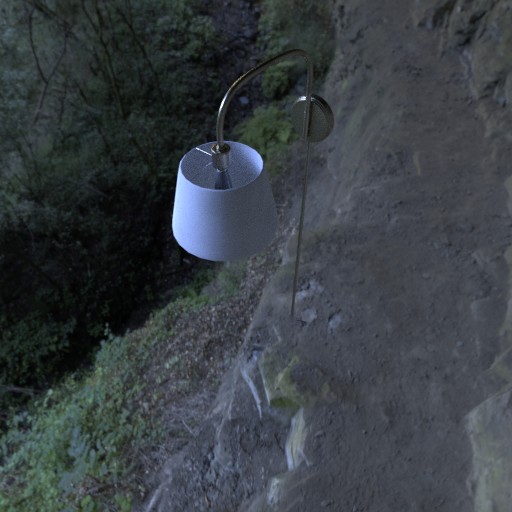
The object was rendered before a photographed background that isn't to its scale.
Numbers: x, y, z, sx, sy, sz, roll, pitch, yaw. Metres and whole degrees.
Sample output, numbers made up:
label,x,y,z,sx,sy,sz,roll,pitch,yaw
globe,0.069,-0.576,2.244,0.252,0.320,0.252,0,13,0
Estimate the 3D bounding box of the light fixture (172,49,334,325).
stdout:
label,x,y,z,sx,sy,sz,roll,pitch,yaw
light fixture,0.000,0.000,0.466,0.092,0.399,0.176,31,54,25
